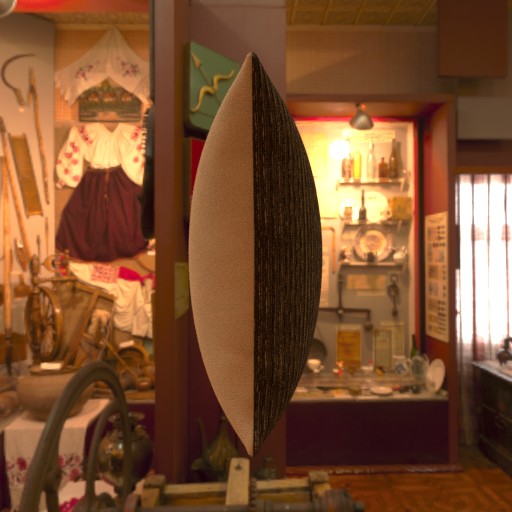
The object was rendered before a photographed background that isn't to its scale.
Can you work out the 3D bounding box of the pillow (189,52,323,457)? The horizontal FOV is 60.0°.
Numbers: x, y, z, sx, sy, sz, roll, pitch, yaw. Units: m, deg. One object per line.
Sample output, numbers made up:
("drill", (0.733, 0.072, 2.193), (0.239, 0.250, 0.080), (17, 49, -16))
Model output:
("pillow", (0.000, 0.000, 0.683), (0.196, 0.434, 0.433), (0, 0, 1))
